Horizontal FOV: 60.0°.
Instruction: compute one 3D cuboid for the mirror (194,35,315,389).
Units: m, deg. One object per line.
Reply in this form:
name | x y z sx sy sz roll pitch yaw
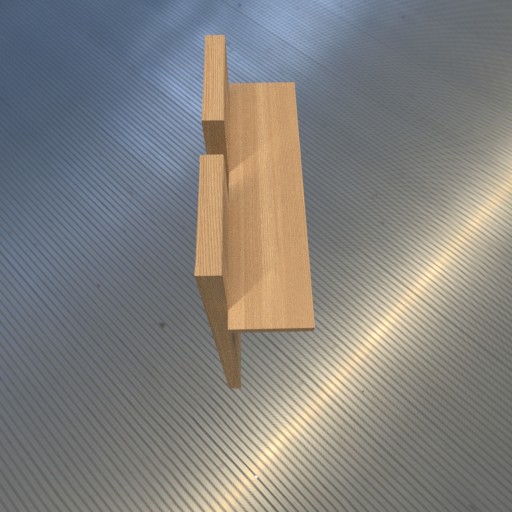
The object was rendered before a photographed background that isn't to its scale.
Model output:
mirror | 0.000 0.000 1.592 0.260 1.250 0.800 -1 64 -1
